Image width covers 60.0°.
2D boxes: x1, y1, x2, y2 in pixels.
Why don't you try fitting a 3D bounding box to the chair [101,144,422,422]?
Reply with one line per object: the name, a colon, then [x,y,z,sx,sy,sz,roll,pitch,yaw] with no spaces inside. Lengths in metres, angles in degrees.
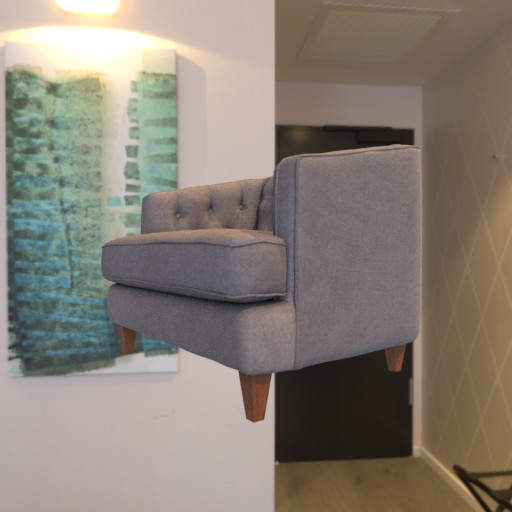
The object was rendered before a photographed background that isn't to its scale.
chair: [0.000,0.000,1.761,0.941,0.852,1.104,0,1,-36]
